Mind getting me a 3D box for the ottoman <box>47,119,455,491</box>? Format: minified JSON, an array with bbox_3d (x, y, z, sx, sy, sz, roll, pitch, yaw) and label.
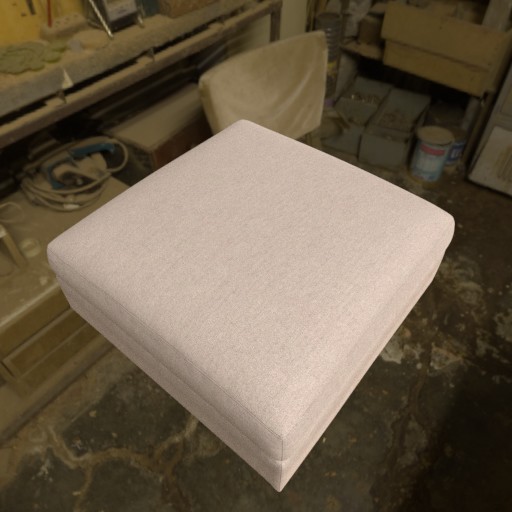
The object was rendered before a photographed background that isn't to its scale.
[{"bbox_3d":[0.000,0.000,1.596,1.041,0.470,1.041,31,55,26],"label":"ottoman"}]
